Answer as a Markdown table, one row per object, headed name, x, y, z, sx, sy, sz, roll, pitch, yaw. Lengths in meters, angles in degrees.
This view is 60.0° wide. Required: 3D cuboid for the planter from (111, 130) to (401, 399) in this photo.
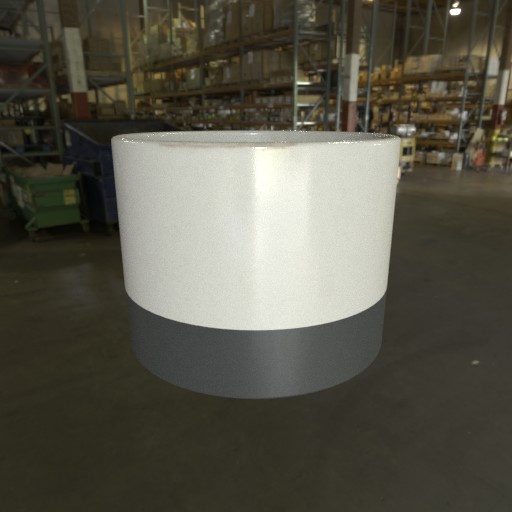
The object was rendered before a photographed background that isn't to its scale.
| name | x | y | z | sx | sy | sz | roll | pitch | yaw |
| --- | --- | --- | --- | --- | --- | --- | --- | --- | --- |
| planter | 0.000 | 0.000 | 0.335 | 0.193 | 0.177 | 0.193 | 0 | 17 | 0 |
